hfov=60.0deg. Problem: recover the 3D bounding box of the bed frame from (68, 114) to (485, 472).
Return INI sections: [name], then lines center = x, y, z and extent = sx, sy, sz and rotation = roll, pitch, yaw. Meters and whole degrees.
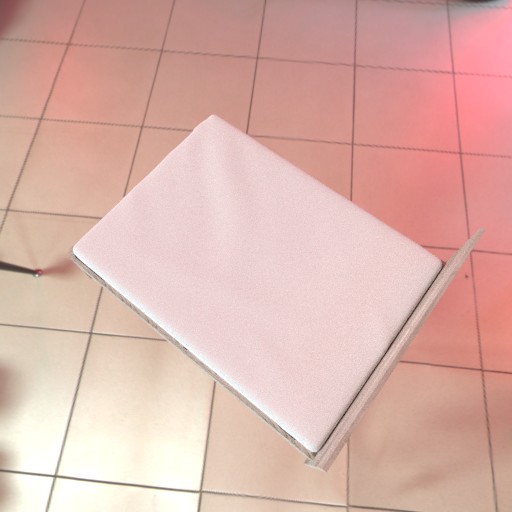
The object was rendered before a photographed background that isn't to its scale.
[bed frame]
center = 0.000, 0.000, 2.746
extent = 1.950, 0.800, 1.490
rotation = 36, 71, 14
